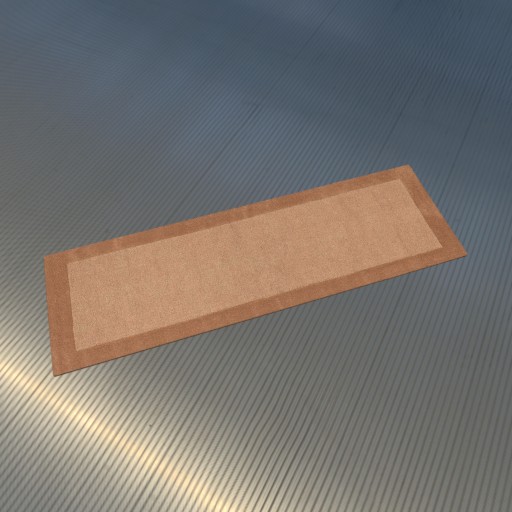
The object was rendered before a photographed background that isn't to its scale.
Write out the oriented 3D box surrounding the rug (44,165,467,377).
[{"bbox_3d":[0.000,0.000,2.666,2.439,0.017,0.764,-15,60,-9],"label":"rug"}]
